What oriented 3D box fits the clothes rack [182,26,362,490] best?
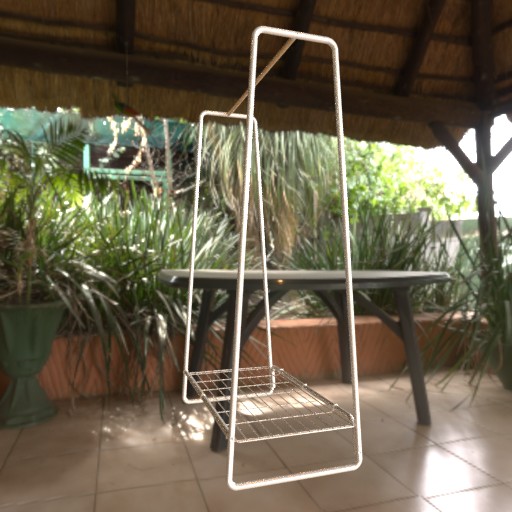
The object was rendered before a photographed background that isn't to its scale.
[{"bbox_3d":[0.000,0.000,1.903,0.495,1.500,0.900,0,0,-18],"label":"clothes rack"}]
